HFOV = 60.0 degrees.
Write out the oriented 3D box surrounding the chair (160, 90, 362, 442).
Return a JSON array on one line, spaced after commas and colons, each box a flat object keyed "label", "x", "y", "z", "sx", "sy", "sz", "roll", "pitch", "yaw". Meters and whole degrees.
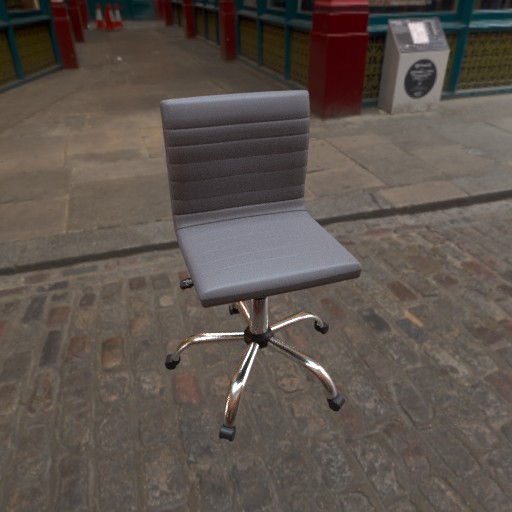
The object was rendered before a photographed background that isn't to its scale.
[{"label": "chair", "x": 0.000, "y": 0.000, "z": 1.195, "sx": 0.556, "sy": 0.780, "sz": 0.530, "roll": -10, "pitch": 33, "yaw": -15}]
